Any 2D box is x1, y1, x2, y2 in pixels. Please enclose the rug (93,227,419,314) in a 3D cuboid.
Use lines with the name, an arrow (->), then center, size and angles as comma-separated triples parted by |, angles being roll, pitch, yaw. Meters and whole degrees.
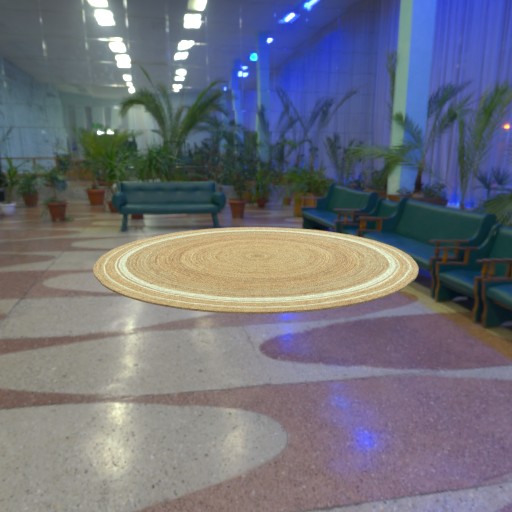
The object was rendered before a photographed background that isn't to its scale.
rug -> 0.000, 0.000, 3.536 | 2.444, 0.015, 2.444 | 0, 14, 0
